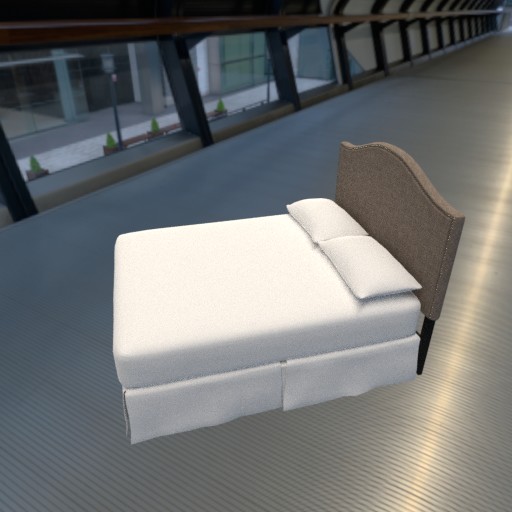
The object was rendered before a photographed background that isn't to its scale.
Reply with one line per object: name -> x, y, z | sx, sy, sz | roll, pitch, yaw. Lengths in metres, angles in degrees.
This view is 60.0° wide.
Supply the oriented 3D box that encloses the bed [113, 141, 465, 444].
bed -> 0.000, 0.000, 3.340 | 2.153, 1.518, 1.713 | -8, 31, -13
